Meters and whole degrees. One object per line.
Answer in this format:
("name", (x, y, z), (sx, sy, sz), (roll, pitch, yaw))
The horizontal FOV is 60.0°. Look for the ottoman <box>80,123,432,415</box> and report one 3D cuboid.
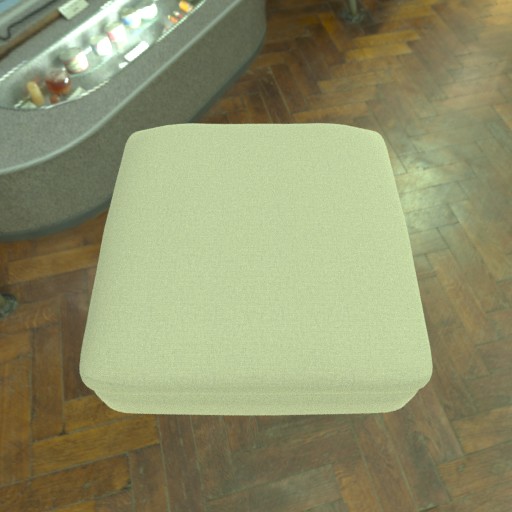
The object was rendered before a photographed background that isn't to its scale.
("ottoman", (0.000, 0.000, 1.526), (0.977, 0.467, 0.996), (0, 58, 0))
